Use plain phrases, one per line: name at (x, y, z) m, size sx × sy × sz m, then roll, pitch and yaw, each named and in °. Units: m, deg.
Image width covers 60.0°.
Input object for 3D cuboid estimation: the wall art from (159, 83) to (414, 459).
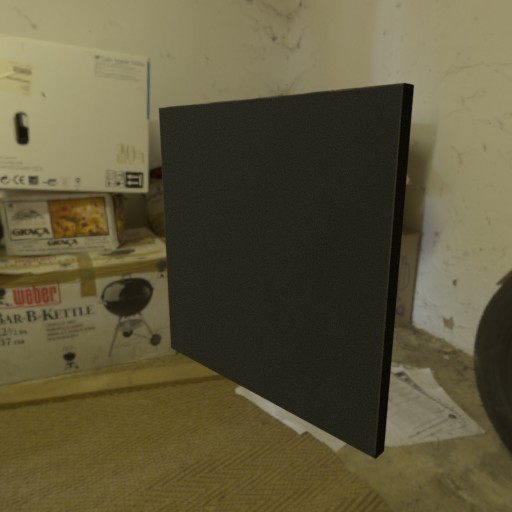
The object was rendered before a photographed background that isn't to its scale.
wall art at (0.000, 0.000, 0.452) m, size 0.304 × 0.303 × 0.015 m, roll 14°, pitch 20°, yaw 43°
